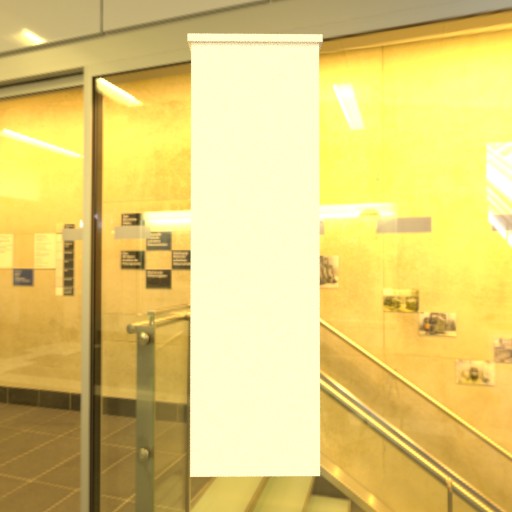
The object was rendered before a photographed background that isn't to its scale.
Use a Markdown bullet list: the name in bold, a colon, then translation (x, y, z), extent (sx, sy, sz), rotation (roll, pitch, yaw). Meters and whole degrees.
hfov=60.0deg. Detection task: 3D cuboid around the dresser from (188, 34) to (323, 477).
- **dresser**: translation (0.000, 0.000, 1.605), extent (0.399, 1.255, 0.704), rotation (0, -1, -1)
